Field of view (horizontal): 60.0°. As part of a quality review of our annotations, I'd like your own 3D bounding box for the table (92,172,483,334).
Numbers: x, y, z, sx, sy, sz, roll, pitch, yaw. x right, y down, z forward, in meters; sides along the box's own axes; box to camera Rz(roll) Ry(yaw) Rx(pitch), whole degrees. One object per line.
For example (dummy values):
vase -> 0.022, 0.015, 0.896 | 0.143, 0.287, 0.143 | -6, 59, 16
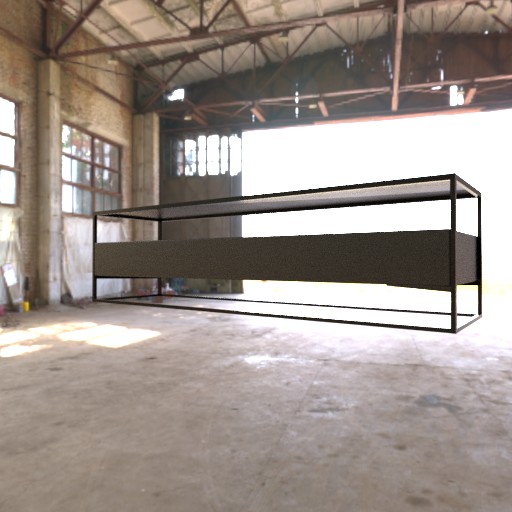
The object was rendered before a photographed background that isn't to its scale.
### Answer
table -> 0.000, 0.000, 1.680 | 1.486, 0.395, 0.399 | 0, -1, 36
